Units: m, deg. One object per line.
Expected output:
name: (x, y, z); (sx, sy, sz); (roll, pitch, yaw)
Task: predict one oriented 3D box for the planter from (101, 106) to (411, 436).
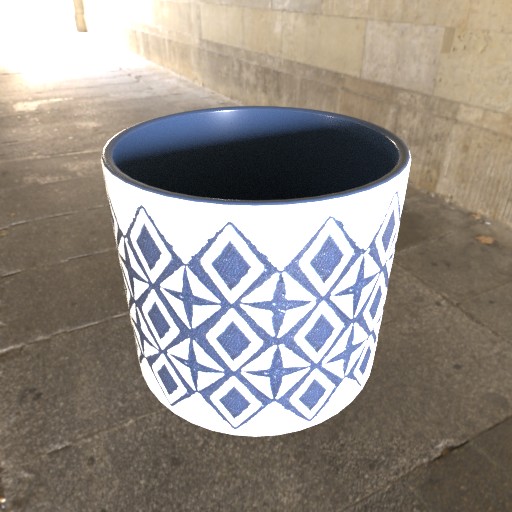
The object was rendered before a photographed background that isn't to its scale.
planter: (0.000, 0.000, 0.273); (0.159, 0.144, 0.159); (0, 32, 0)
